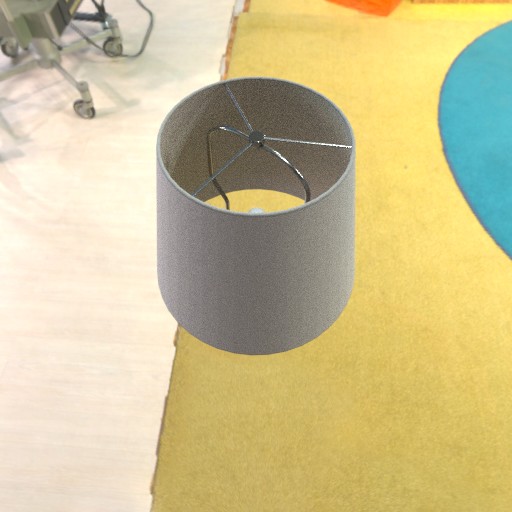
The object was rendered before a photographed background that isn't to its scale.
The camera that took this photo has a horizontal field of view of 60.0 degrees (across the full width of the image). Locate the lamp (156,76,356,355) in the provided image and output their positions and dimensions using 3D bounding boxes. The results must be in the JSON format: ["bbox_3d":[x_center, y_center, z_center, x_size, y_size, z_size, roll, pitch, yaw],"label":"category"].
[{"bbox_3d":[0.000,0.000,0.564,0.254,0.392,0.254,0,57,0],"label":"lamp"}]
